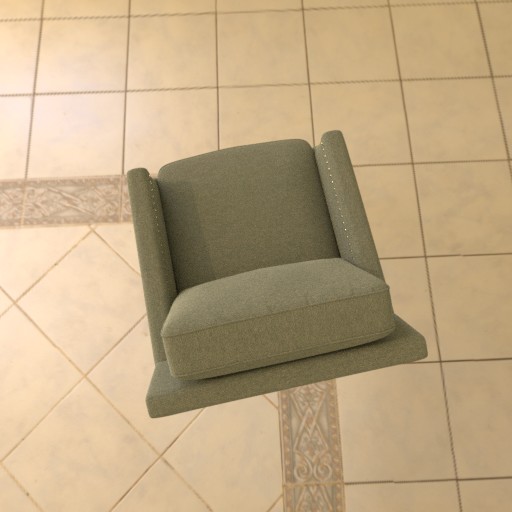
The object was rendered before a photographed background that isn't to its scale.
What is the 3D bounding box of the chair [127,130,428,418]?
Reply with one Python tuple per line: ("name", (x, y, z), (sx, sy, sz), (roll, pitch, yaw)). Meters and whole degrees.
("chair", (0.000, 0.000, 1.818), (0.885, 1.031, 1.031), (-12, 76, -3))
